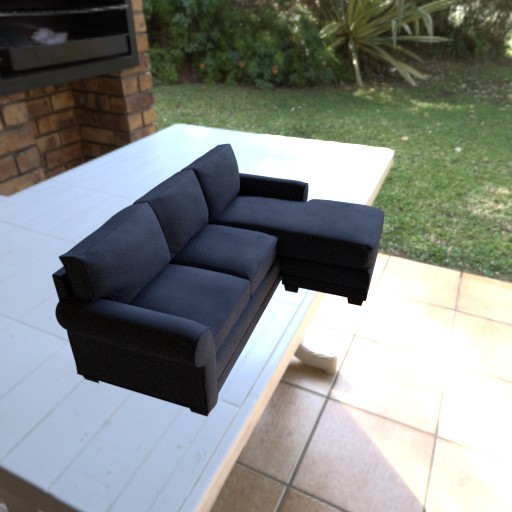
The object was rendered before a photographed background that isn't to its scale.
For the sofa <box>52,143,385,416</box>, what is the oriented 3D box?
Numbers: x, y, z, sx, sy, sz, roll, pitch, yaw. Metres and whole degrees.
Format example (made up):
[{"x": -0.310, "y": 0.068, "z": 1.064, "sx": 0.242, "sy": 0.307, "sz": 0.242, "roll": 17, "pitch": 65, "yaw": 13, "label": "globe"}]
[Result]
[{"x": 0.000, "y": 0.000, "z": 3.508, "sx": 1.780, "sy": 1.063, "sz": 2.567, "roll": 10, "pitch": 33, "yaw": 17, "label": "sofa"}]
